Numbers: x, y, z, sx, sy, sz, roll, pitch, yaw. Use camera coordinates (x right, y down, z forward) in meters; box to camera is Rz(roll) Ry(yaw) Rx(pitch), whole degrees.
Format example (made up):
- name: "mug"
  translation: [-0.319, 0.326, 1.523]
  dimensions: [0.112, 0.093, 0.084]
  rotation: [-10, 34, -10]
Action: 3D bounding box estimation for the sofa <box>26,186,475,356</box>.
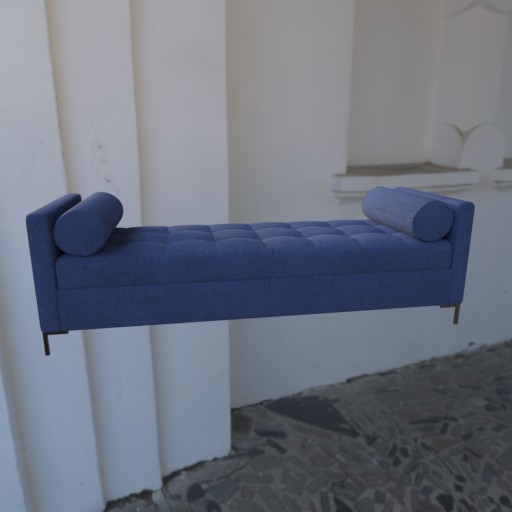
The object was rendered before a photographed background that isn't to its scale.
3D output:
- name: "sofa"
  translation: [0.000, 0.000, 2.315]
  dimensions: [1.981, 0.635, 0.686]
  rotation: [-3, 15, -9]
